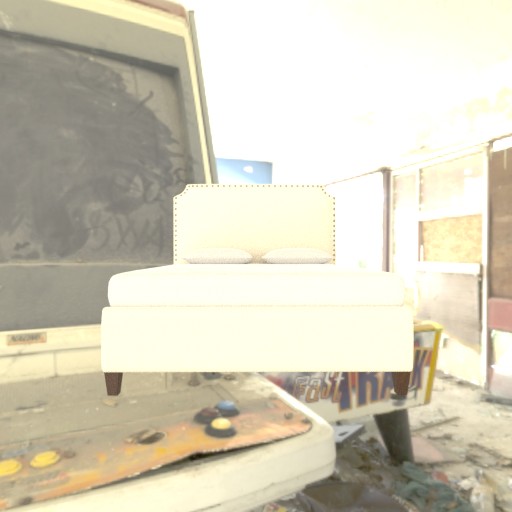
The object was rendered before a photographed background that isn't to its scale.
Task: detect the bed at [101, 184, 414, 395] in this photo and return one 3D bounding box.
[{"bbox_3d":[0.000,0.000,3.547,1.712,1.497,2.372,0,0,0],"label":"bed"}]
